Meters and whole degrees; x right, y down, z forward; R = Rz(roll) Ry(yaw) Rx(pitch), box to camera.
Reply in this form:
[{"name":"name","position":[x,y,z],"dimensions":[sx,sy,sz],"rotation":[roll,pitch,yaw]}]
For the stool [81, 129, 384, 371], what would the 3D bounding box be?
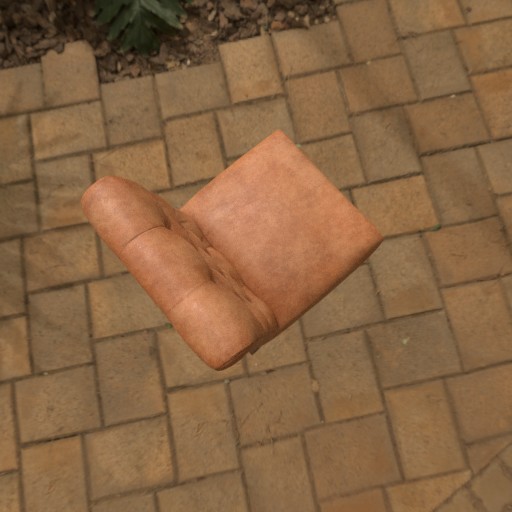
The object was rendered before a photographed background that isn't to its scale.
[{"name":"stool","position":[0.000,0.000,1.443],"dimensions":[0.601,1.140,0.493],"rotation":[-40,80,-9]}]
